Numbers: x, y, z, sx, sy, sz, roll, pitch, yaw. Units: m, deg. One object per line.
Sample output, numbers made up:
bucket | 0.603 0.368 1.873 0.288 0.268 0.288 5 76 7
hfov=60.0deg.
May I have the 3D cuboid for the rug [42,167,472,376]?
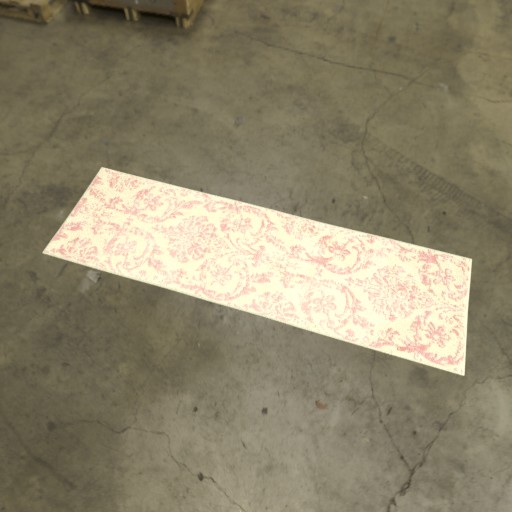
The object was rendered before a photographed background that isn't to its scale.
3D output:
rug | 0.000 0.000 2.363 2.196 0.011 0.662 15 58 9
